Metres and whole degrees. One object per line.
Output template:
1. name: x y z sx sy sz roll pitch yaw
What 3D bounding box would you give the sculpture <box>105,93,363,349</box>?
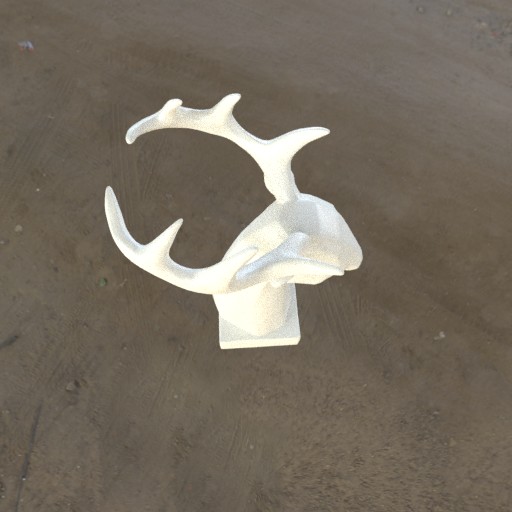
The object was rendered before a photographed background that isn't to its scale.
1. sculpture: 0.000 0.000 0.464 0.224 0.329 0.174 -3 63 -2
